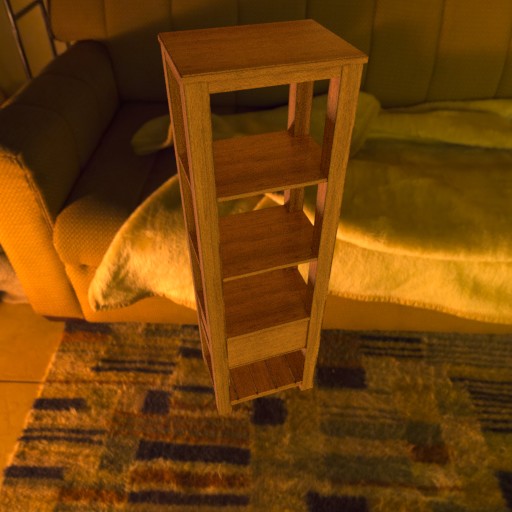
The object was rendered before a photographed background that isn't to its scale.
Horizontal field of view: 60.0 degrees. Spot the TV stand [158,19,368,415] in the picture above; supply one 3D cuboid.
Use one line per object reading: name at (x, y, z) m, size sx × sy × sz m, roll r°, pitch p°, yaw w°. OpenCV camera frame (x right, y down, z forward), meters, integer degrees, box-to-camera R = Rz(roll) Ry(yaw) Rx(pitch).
TV stand at (0.000, 0.000, 2.020) m, size 0.565 × 1.828 × 0.435 m, roll -12°, pitch 43°, yaw -13°
